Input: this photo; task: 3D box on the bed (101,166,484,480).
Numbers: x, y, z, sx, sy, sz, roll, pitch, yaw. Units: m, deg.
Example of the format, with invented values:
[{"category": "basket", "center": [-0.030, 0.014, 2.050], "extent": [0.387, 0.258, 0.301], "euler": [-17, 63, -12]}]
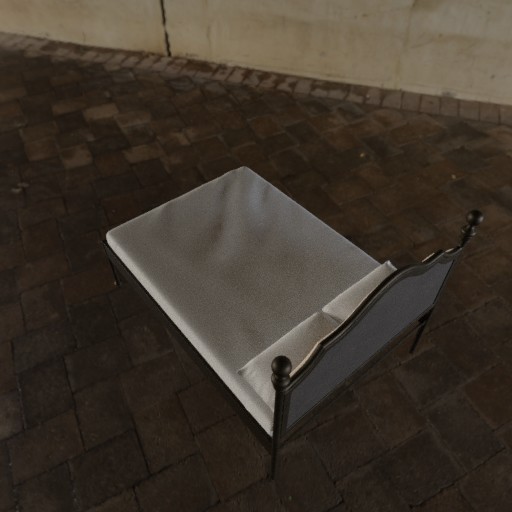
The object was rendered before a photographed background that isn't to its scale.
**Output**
[{"category": "bed", "center": [0.000, 0.000, 3.198], "extent": [1.533, 1.462, 2.170], "euler": [-31, 54, -26]}]
